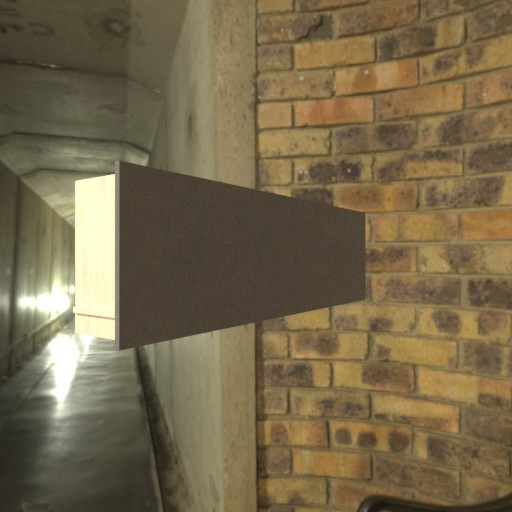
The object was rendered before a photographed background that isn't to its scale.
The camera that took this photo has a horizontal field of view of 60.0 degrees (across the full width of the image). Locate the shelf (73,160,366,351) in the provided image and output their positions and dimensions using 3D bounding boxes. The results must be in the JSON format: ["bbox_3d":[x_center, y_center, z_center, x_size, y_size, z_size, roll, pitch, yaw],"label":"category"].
[{"bbox_3d":[0.000,0.000,1.171,0.200,0.300,1.020,0,0,36],"label":"shelf"}]
